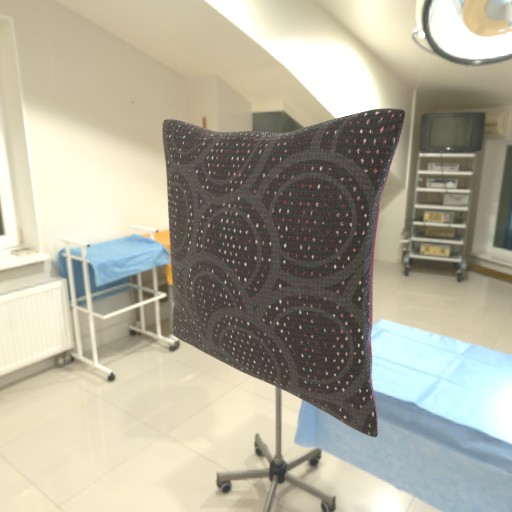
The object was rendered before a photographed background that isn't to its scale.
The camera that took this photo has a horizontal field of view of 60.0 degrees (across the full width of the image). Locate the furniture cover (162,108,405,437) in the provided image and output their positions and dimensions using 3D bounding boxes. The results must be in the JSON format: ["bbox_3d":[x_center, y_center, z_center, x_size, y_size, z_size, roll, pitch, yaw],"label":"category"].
[{"bbox_3d":[0.000,0.000,0.838,0.552,0.509,0.193,14,20,42],"label":"furniture cover"}]
